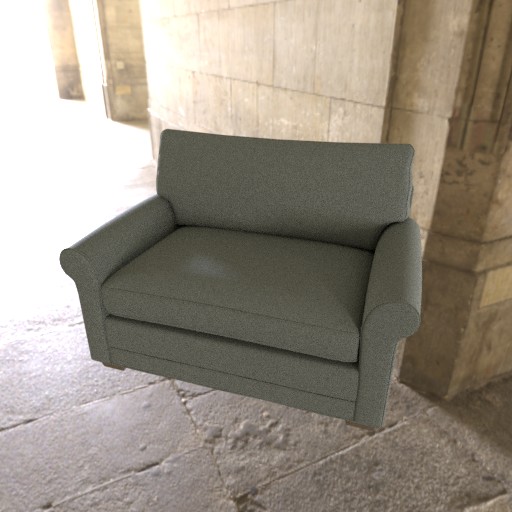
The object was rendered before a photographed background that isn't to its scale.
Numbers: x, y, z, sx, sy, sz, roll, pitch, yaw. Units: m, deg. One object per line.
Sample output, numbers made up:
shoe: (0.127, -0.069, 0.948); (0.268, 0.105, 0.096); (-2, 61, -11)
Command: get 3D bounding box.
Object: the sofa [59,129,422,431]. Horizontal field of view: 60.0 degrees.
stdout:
sofa: (0.000, 0.000, 2.023); (1.410, 0.953, 0.940); (8, 27, 16)
